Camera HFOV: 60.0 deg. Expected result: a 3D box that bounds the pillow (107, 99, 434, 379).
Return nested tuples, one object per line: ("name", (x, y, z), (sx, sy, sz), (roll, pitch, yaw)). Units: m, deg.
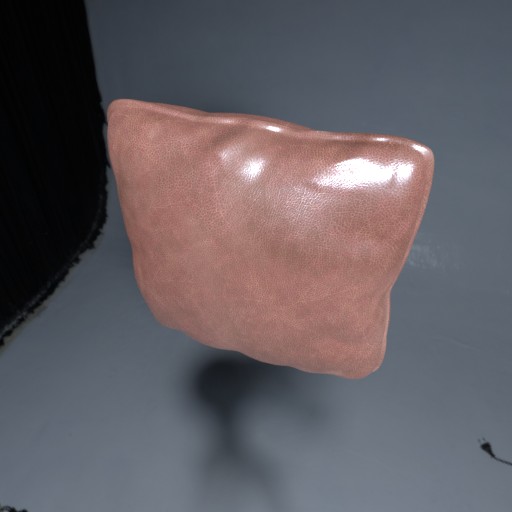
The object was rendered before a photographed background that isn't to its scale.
("pillow", (0.000, 0.000, 0.816), (0.532, 0.523, 0.236), (13, 42, 15))
